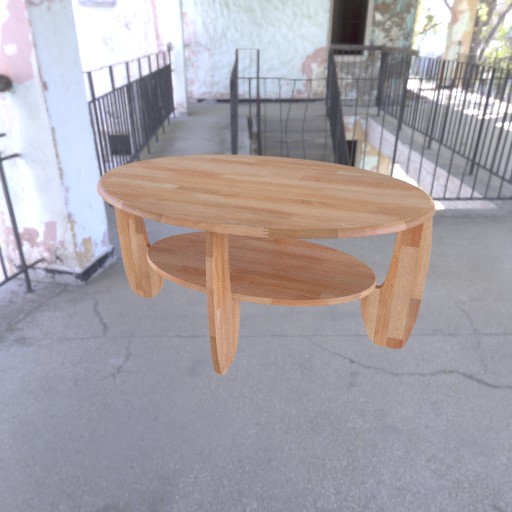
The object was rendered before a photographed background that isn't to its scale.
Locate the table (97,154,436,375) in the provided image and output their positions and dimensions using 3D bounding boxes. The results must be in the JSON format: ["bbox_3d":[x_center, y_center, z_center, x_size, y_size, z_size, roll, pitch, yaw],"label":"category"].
[{"bbox_3d":[0.000,0.000,1.443,1.040,0.490,0.690,9,28,18],"label":"table"}]
